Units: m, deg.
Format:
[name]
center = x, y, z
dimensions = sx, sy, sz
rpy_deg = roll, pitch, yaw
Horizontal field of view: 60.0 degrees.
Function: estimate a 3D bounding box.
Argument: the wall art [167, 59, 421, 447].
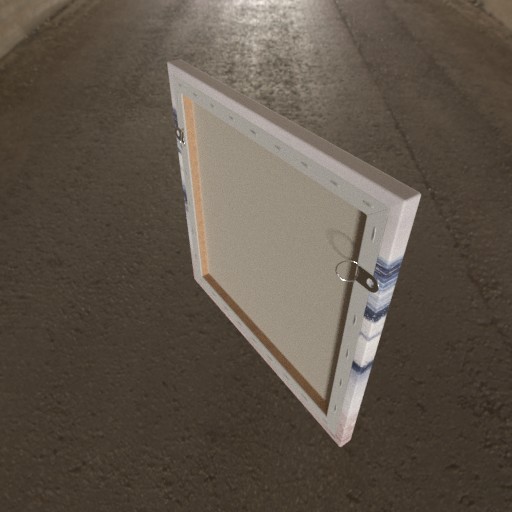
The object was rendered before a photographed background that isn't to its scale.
[wall art]
center = 0.000, 0.000, 1.112
dimensions = 0.065, 0.747, 0.755
rpy_deg = -25, 47, -26
